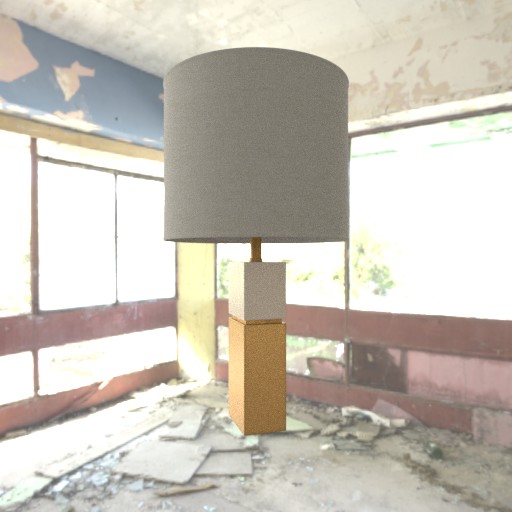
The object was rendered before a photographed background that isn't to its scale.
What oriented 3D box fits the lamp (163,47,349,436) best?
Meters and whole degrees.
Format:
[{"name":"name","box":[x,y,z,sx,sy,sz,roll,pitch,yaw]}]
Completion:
[{"name":"lamp","box":[0.000,0.000,0.556,0.229,0.417,0.229,0,0,-18]}]
